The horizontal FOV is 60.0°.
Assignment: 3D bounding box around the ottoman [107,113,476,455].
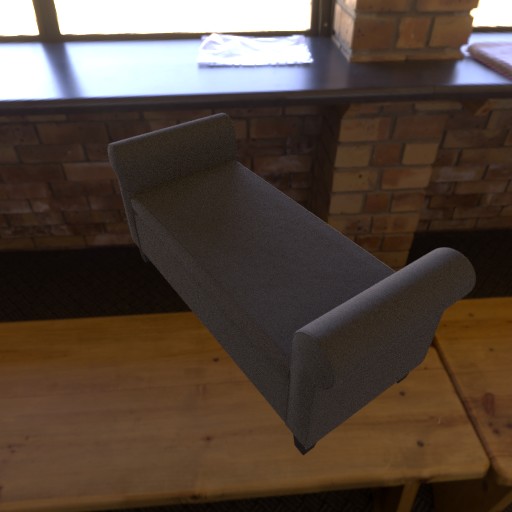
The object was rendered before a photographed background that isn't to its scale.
[{"bbox_3d":[0.000,0.000,1.563,0.521,0.547,1.256,-25,46,-27],"label":"ottoman"}]
